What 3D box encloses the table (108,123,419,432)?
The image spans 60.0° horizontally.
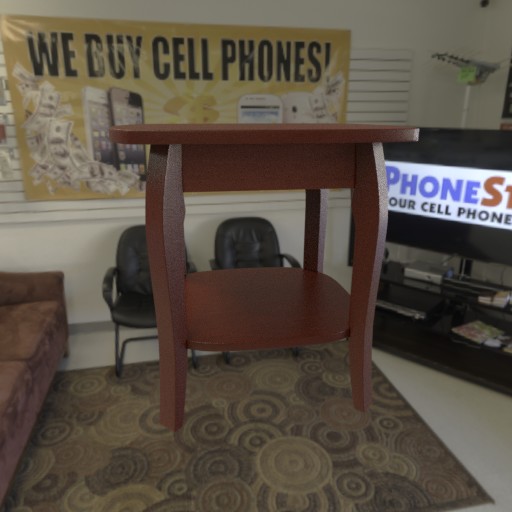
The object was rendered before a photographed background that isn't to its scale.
[{"bbox_3d":[0.000,0.000,0.878,0.502,0.496,0.433,-3,18,-8],"label":"table"}]
